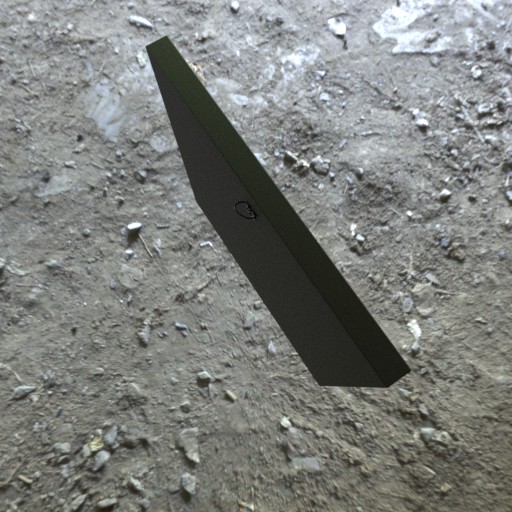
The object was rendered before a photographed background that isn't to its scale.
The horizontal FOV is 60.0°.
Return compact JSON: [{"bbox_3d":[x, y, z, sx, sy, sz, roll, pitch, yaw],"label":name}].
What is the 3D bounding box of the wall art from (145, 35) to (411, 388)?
[{"bbox_3d":[0.000,0.000,0.522,0.038,0.349,0.349,-32,76,-9],"label":"wall art"}]
